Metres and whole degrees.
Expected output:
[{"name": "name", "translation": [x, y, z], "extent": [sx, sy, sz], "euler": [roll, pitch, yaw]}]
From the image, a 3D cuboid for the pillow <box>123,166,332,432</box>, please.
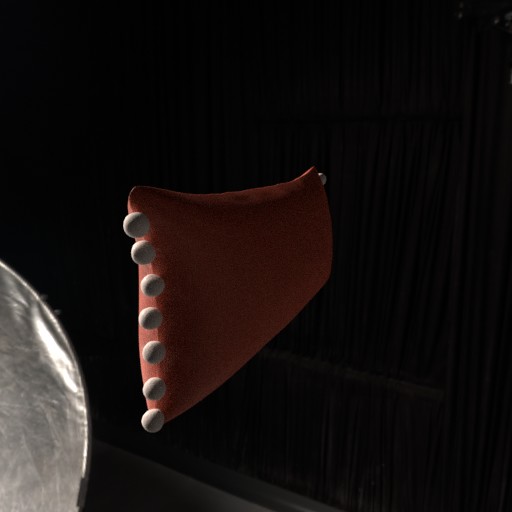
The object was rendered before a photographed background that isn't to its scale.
[{"name": "pillow", "translation": [0.000, 0.000, 0.830], "extent": [0.201, 0.322, 0.709], "euler": [7, 17, 25]}]
